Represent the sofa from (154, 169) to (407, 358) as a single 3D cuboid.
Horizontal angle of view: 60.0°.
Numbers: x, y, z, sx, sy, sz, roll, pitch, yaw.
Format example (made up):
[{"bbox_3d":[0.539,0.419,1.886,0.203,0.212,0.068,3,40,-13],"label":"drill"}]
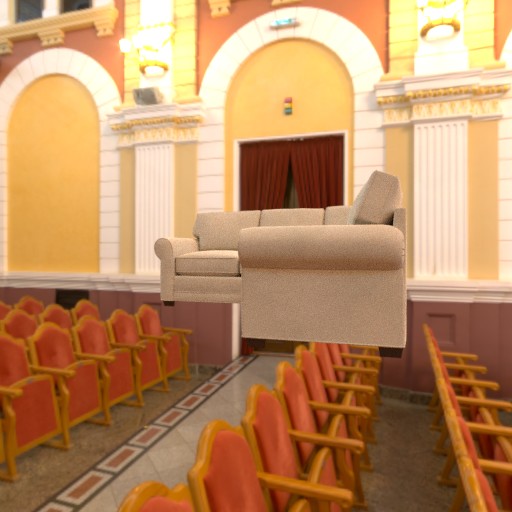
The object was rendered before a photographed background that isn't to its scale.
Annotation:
[{"bbox_3d":[0.000,0.000,3.854,2.487,1.054,2.569,0,1,19],"label":"sofa"}]
